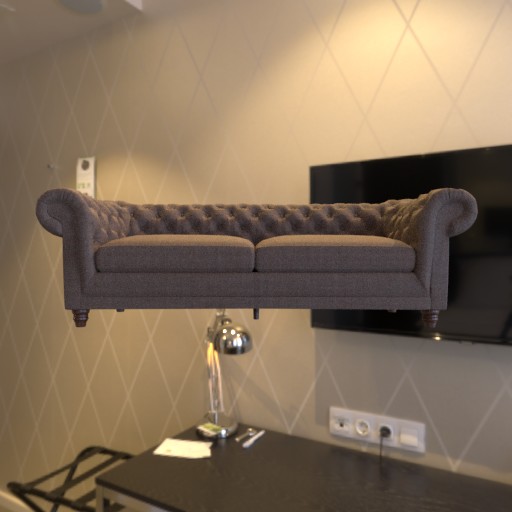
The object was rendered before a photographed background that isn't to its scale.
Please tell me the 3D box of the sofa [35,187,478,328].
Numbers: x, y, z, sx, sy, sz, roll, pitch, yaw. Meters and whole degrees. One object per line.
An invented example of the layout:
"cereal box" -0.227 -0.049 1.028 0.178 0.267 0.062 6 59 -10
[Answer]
"sofa" 0.000 0.000 2.820 2.385 0.787 0.944 0 0 0
